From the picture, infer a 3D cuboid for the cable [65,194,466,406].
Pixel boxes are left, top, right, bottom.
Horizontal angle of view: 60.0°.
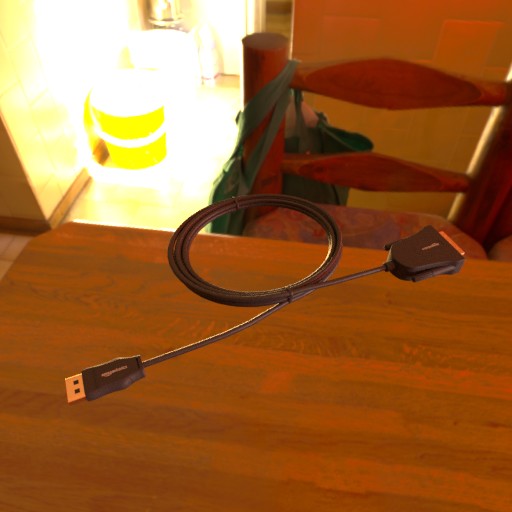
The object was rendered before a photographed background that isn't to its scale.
[{"bbox_3d":[0.000,0.000,0.328,0.281,0.015,0.136,-17,48,-15],"label":"cable"}]
